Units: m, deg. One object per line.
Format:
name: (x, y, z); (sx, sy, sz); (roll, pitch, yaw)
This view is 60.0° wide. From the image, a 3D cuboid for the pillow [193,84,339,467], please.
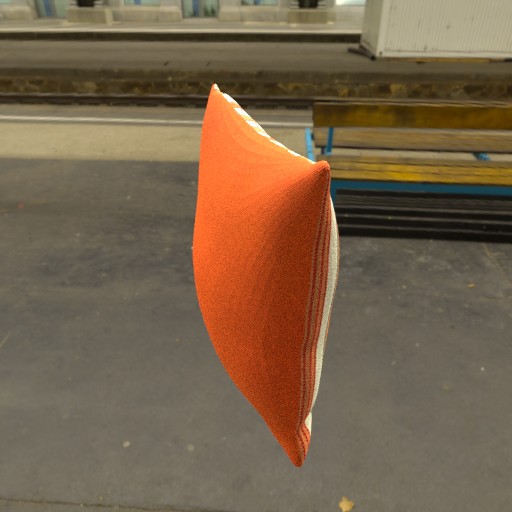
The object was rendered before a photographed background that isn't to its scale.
pillow: (0.000, 0.000, 0.683); (0.182, 0.441, 0.440); (-10, 33, -16)
